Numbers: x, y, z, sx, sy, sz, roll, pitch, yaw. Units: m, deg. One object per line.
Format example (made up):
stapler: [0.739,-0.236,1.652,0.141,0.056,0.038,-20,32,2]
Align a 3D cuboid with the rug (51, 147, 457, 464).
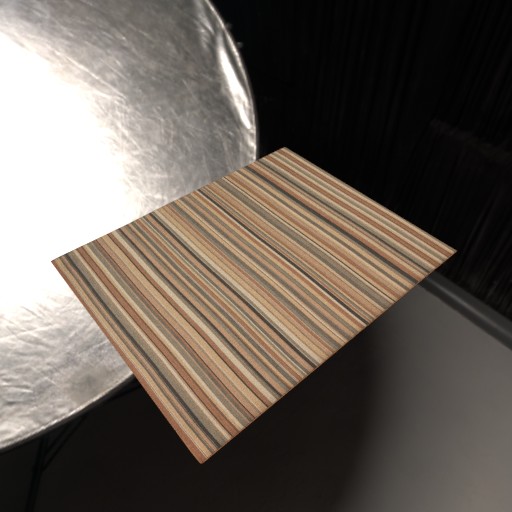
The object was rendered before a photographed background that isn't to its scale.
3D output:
rug: [0.000,0.000,4.241,3.045,0.011,2.436,-32,54,-27]
